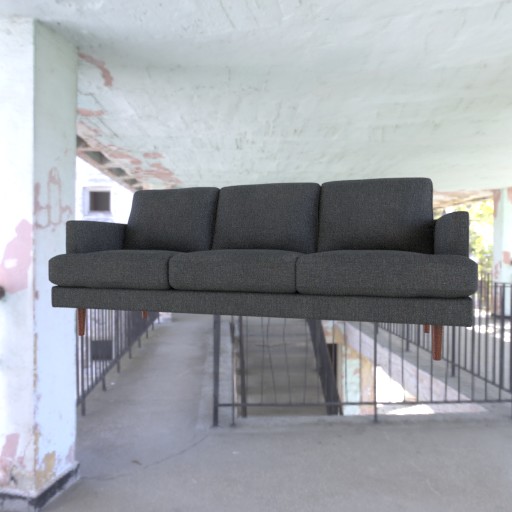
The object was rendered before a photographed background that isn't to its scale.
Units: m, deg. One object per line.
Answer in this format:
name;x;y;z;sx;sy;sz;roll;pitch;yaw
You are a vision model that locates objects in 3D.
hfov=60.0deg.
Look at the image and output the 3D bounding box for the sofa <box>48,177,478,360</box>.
sofa;0.000;0.000;2.613;2.246;0.930;0.903;0;1;17
